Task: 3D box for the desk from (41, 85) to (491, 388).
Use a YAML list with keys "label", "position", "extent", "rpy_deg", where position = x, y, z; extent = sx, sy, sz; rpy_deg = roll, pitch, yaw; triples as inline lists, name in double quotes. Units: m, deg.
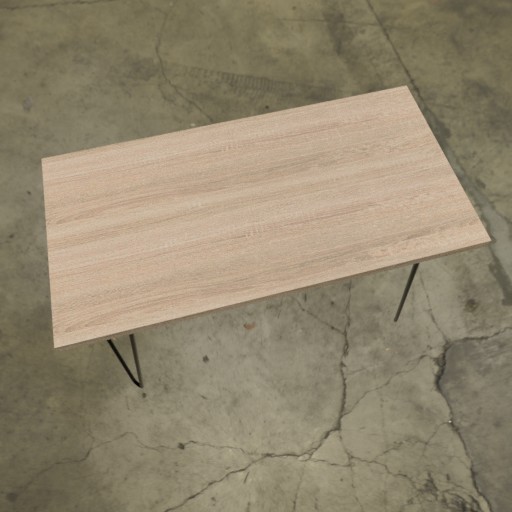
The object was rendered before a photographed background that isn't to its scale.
- label: "desk"
  position: [0.000, 0.000, 1.369]
  extent: [0.991, 0.660, 0.499]
  rpy_deg: [-13, 66, -6]
